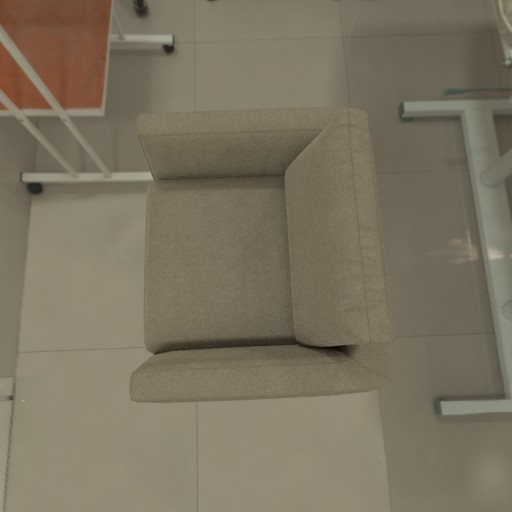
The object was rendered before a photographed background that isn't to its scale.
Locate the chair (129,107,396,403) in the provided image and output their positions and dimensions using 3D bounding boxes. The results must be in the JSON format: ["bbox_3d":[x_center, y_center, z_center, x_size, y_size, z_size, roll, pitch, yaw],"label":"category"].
[{"bbox_3d":[0.000,0.000,1.717,0.889,0.864,1.041,-2,76,-1],"label":"chair"}]
